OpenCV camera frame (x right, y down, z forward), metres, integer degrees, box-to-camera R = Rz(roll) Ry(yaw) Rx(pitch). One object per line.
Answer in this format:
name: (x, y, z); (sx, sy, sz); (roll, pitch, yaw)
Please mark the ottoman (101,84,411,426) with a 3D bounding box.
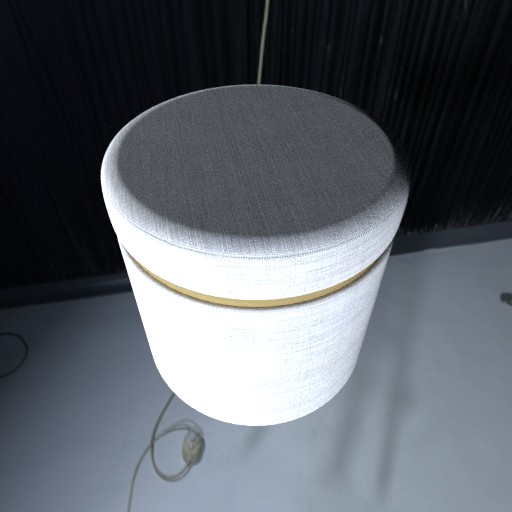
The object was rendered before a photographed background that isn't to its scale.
ottoman: (0.000, 0.000, 0.717); (0.400, 0.406, 0.400); (0, 45, 0)
